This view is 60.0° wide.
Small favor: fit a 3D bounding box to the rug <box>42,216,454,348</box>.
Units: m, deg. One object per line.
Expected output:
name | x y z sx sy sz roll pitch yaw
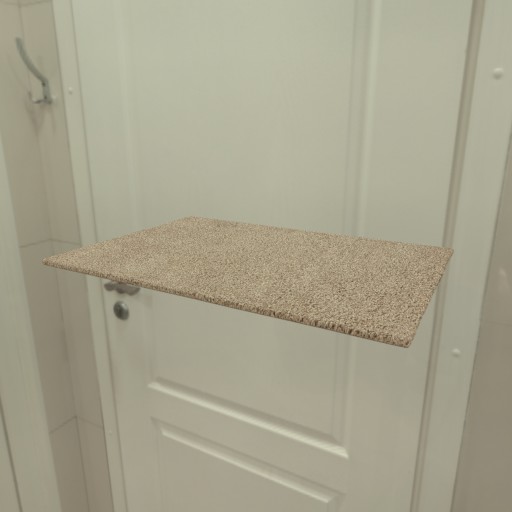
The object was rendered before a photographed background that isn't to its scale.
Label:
rug | 0.000 0.000 2.305 1.778 0.030 1.219 9 19 28
